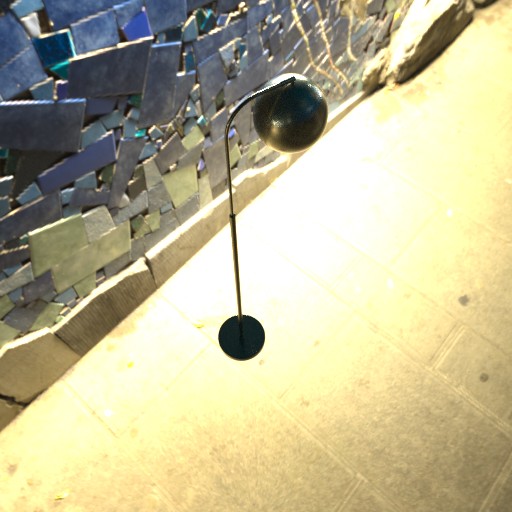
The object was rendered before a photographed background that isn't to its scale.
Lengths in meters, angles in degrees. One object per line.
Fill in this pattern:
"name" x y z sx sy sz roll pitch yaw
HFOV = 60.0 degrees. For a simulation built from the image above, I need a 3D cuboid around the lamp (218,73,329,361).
"lamp" 0.000 0.000 1.724 0.431 1.526 0.250 -30 63 -17
